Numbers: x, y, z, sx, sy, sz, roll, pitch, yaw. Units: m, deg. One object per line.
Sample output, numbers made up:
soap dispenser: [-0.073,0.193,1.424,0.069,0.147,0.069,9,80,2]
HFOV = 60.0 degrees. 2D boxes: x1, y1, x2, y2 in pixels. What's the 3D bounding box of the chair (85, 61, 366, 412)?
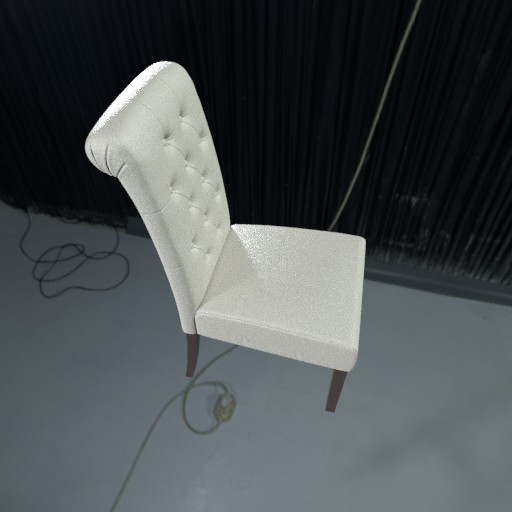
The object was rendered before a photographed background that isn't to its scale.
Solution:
chair: [0.000,0.000,1.349,0.671,1.006,0.456,9,47,9]
